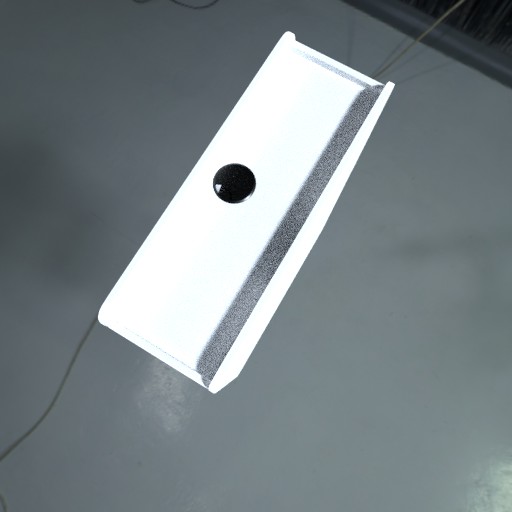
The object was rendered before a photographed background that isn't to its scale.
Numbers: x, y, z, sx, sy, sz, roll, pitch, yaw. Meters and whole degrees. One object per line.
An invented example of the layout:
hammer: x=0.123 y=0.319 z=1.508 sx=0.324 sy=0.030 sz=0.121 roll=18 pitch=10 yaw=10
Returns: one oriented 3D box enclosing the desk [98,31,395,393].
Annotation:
desk: x=0.000 y=0.000 z=1.505 sx=0.278 sy=1.190 sz=0.795 roll=30 pitch=78 yaw=7
